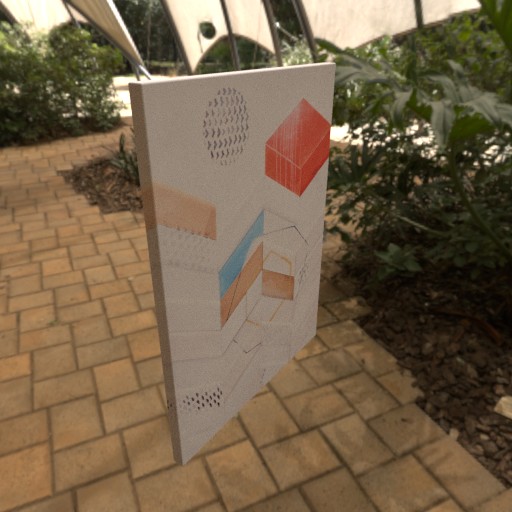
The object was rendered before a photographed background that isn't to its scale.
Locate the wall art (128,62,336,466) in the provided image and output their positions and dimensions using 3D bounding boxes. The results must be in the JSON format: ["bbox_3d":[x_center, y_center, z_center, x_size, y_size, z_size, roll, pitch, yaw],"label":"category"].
[{"bbox_3d":[0.000,0.000,1.308,0.045,1.014,0.759,18,32,32],"label":"wall art"}]
